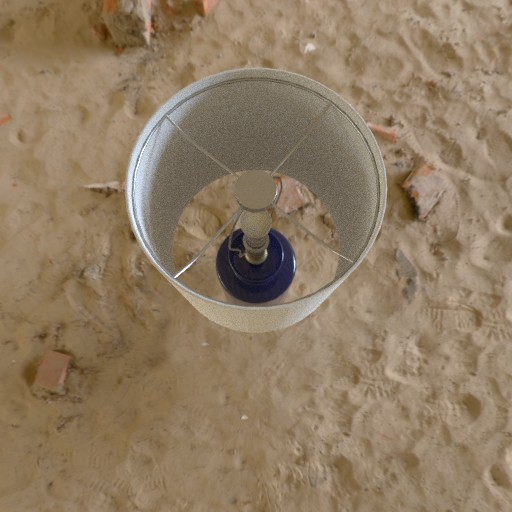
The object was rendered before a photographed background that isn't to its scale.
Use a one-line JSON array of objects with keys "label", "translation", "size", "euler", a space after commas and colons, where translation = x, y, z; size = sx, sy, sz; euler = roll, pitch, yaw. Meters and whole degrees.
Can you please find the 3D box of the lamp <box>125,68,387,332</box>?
[{"label": "lamp", "translation": [0.000, 0.000, 0.597], "size": [0.212, 0.493, 0.212], "euler": [39, 79, 9]}]
